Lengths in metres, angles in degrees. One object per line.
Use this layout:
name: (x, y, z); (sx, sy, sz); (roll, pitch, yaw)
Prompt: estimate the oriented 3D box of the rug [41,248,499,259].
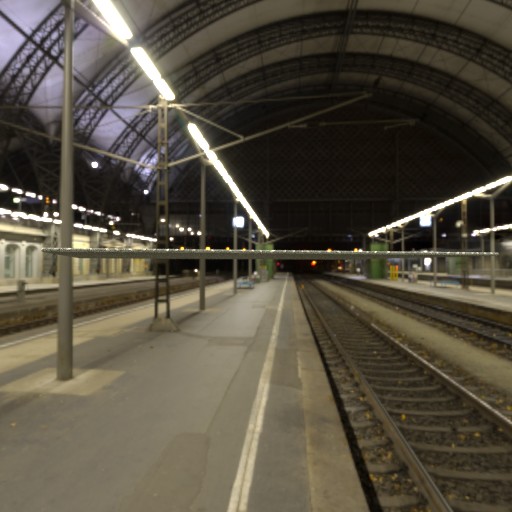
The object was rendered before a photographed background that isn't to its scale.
rug: (0.000, 0.000, 2.703); (2.144, 0.015, 1.543); (0, -1, -17)
